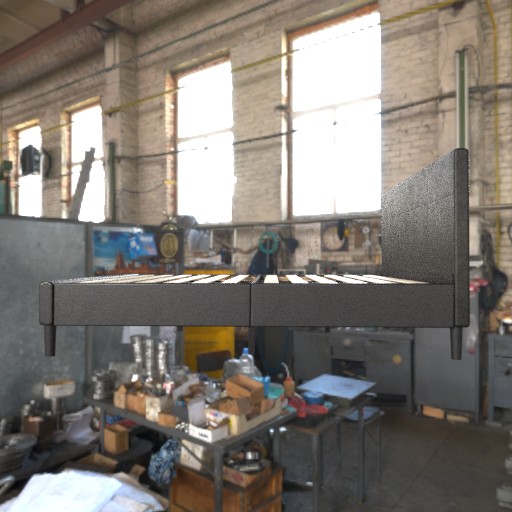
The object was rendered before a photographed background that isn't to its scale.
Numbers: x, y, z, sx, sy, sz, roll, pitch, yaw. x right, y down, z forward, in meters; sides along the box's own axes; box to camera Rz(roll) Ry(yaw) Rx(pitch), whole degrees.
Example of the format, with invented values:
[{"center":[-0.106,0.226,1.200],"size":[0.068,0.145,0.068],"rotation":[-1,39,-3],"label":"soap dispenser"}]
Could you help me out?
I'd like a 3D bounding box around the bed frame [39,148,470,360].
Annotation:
[{"center":[0.000,0.000,2.944],"size":[2.152,1.046,1.469],"rotation":[0,-1,2],"label":"bed frame"}]
